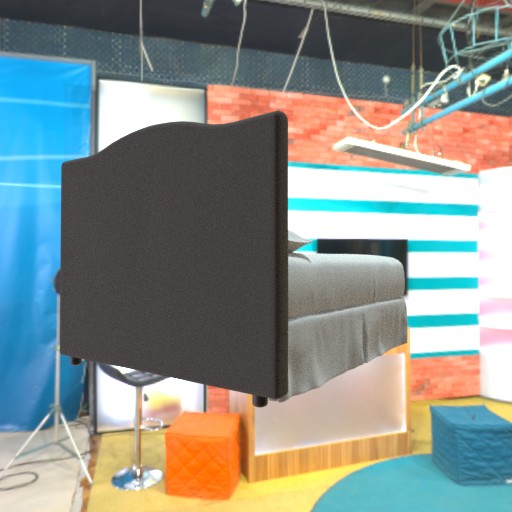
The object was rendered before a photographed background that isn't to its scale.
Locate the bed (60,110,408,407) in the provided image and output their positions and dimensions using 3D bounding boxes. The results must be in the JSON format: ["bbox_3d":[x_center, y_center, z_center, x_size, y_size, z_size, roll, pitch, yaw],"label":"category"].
[{"bbox_3d":[0.000,0.000,3.180,1.666,1.387,2.036,-1,-1,35],"label":"bed"}]
